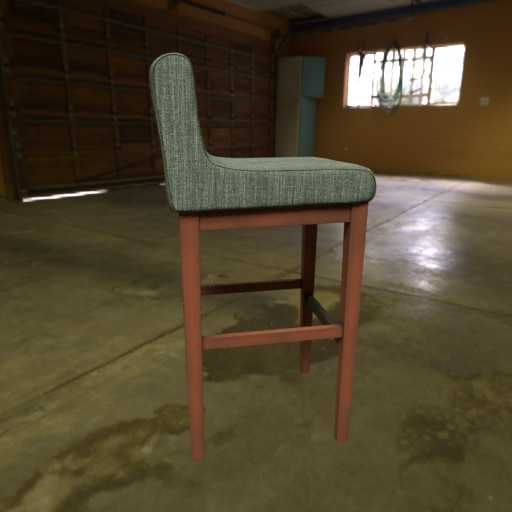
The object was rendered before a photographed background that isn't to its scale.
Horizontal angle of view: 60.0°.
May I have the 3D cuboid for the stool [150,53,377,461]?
[{"bbox_3d":[0.000,0.000,1.216,0.499,0.965,0.426,-3,16,-10],"label":"stool"}]
